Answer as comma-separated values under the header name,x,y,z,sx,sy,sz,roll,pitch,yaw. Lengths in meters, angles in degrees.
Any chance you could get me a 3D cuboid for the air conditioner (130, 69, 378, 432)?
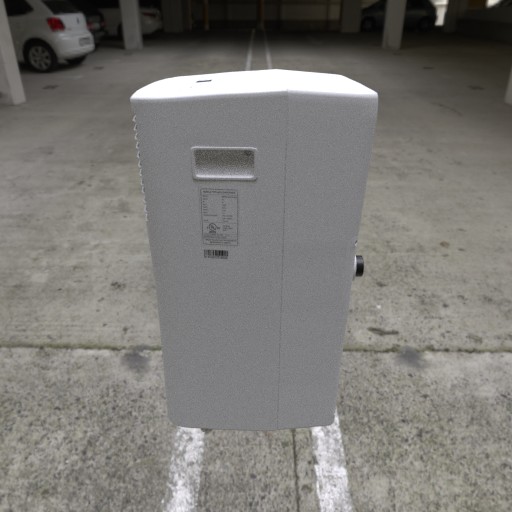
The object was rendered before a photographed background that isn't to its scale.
name,x,y,z,sx,sy,sz,roll,pitch,yaw
air conditioner,0.000,0.000,0.804,0.349,0.606,0.304,0,27,0
